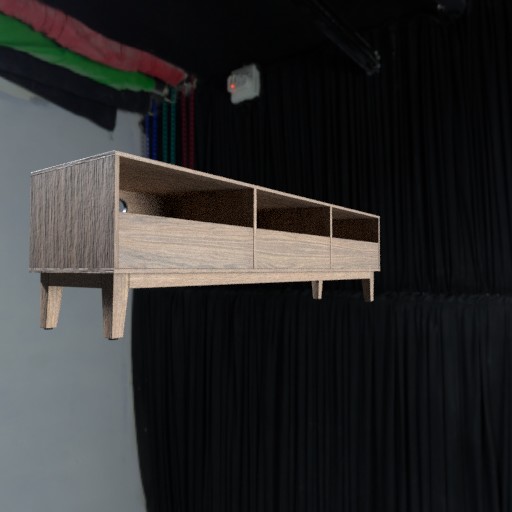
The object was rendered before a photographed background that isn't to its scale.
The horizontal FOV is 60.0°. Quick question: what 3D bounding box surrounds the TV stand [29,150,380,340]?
[{"bbox_3d":[0.000,0.000,1.640,0.366,0.409,1.482,-1,-2,37],"label":"TV stand"}]
